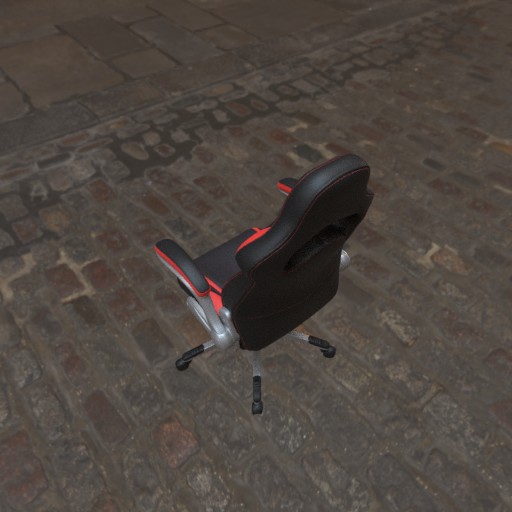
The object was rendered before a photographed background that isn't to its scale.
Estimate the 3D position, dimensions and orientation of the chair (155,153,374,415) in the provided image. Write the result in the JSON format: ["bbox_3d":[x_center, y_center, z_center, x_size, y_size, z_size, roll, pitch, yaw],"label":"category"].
[{"bbox_3d":[0.000,0.000,1.688,0.758,1.165,0.712,-30,53,-26],"label":"chair"}]
